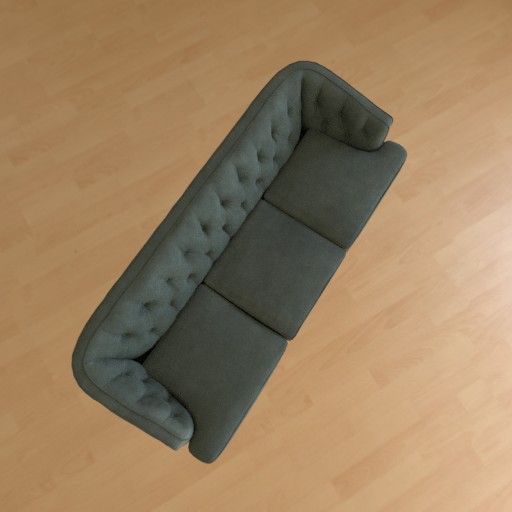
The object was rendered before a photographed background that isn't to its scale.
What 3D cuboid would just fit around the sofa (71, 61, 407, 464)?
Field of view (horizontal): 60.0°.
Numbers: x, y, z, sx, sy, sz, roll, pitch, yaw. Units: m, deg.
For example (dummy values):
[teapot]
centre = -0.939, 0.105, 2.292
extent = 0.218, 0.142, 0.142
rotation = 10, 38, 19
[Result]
[sofa]
centre = 0.000, 0.000, 2.736
extent = 0.941, 0.855, 2.278
rotation = 33, 77, 8
